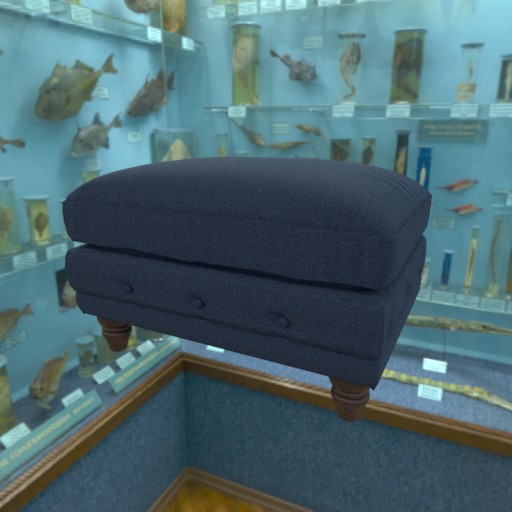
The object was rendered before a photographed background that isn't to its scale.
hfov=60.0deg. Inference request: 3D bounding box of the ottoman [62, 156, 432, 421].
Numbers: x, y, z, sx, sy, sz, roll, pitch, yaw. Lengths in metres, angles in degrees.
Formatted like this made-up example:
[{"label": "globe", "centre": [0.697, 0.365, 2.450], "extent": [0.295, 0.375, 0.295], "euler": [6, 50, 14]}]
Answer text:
[{"label": "ottoman", "centre": [0.000, 0.000, 1.132], "extent": [0.767, 0.486, 0.558], "euler": [8, 19, 26]}]
